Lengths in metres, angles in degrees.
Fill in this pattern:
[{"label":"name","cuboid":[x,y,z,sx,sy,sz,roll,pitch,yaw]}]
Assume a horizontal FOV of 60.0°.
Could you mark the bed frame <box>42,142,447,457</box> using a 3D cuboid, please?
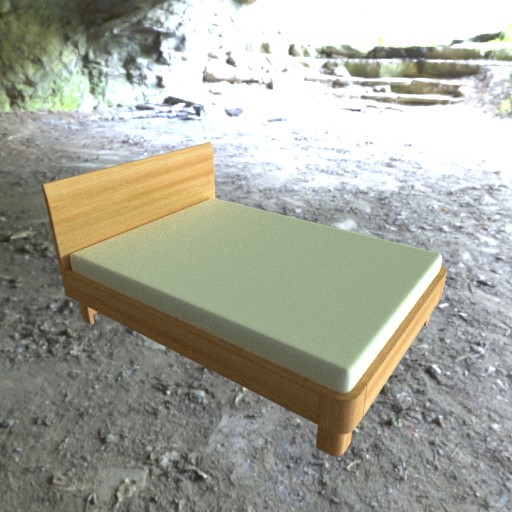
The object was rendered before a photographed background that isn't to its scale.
[{"label":"bed frame","cuboid":[0.000,0.000,2.774,1.992,0.940,1.472,17,31,32]}]
